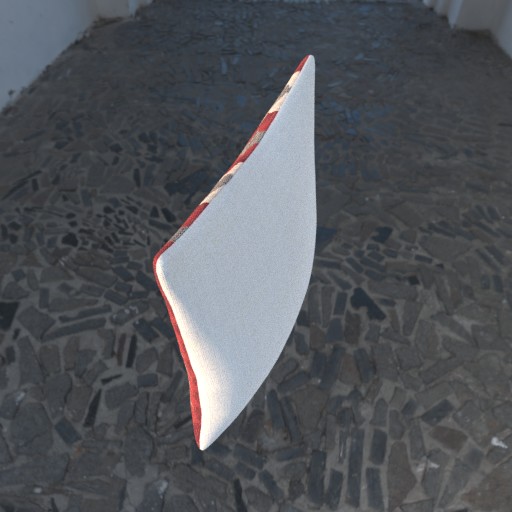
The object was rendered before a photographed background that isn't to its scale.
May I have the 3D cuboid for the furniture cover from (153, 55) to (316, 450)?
[{"bbox_3d":[0.000,0.000,0.644,0.145,0.420,0.435,17,49,15],"label":"furniture cover"}]
